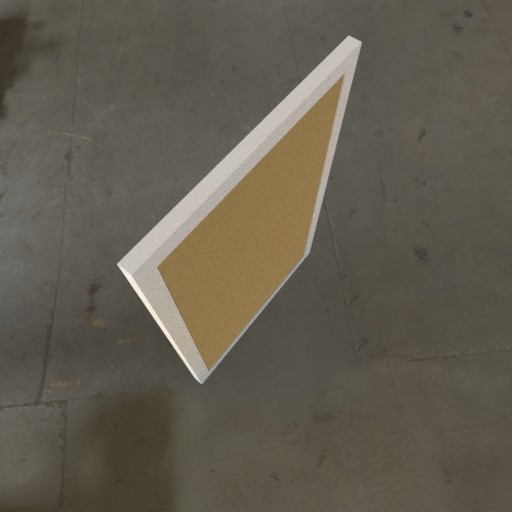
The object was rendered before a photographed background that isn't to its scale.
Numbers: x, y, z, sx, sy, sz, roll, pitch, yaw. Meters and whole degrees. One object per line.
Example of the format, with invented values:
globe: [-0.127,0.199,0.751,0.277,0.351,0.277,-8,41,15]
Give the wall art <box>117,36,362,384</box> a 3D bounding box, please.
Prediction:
wall art: [0.000,0.000,1.440,0.038,1.143,0.764,35,69,15]
